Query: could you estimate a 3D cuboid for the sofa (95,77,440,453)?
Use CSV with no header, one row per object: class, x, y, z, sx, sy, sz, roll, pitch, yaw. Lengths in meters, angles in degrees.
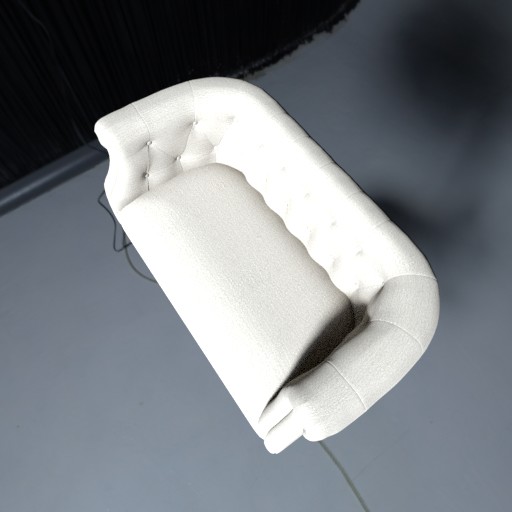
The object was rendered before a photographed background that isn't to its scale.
sofa,0.000,0.000,1.999,0.835,0.827,1.558,-32,68,-15
